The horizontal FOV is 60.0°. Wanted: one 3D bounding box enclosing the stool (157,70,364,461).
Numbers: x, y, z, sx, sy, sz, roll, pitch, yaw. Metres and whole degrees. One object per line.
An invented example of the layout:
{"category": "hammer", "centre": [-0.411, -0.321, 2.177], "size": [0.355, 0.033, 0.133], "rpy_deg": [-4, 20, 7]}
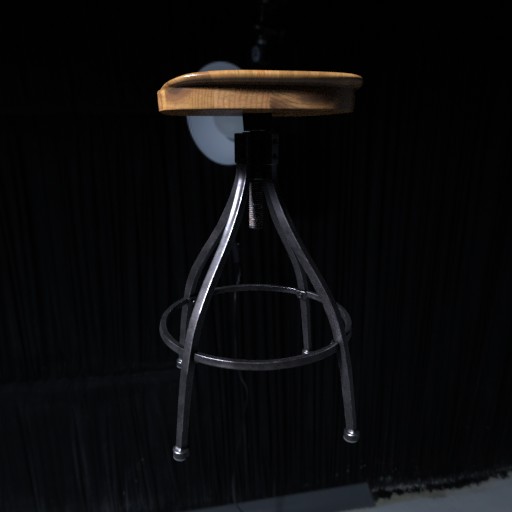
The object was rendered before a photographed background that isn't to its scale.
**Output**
{"category": "stool", "centre": [0.000, 0.000, 0.953], "size": [0.424, 0.694, 0.432], "rpy_deg": [-2, 16, -8]}
